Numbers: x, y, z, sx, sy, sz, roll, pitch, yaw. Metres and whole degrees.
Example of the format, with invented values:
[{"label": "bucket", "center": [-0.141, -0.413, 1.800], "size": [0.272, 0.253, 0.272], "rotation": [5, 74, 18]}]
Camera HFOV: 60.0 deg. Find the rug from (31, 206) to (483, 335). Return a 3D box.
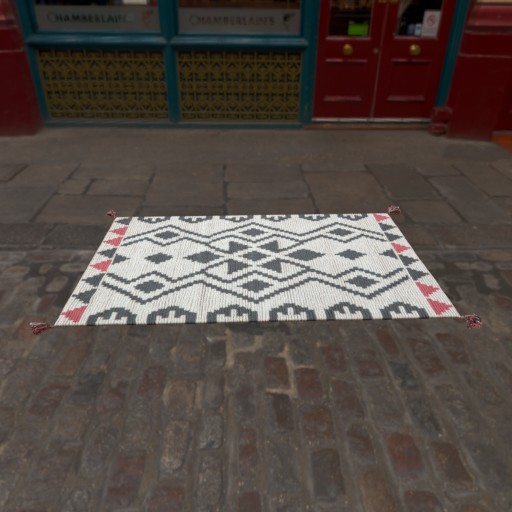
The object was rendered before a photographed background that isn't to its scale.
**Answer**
[{"label": "rug", "center": [0.000, 0.000, 3.291], "size": [2.672, 0.066, 1.741], "rotation": [-1, 29, -2]}]
